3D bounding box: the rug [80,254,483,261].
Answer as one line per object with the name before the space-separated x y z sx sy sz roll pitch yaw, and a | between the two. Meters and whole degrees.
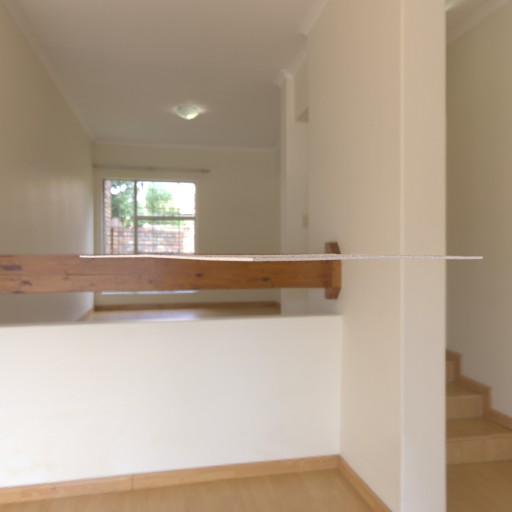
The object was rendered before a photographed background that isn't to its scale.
rug | 0.000 0.000 4.346 2.467 0.046 3.245 0 0 -37
